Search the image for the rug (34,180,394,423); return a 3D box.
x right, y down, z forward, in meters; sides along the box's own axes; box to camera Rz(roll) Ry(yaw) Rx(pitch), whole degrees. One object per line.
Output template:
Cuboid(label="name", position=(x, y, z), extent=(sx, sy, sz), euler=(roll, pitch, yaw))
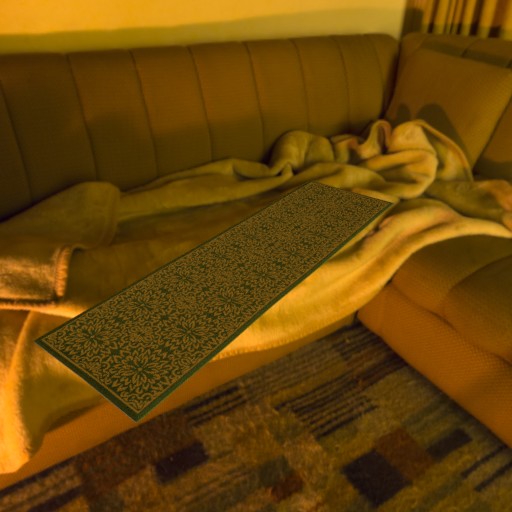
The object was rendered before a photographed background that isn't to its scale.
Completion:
Cuboid(label="rug", position=(0.000, 0.000, 2.420), extent=(0.662, 0.011, 2.196), euler=(22, 38, 31))
